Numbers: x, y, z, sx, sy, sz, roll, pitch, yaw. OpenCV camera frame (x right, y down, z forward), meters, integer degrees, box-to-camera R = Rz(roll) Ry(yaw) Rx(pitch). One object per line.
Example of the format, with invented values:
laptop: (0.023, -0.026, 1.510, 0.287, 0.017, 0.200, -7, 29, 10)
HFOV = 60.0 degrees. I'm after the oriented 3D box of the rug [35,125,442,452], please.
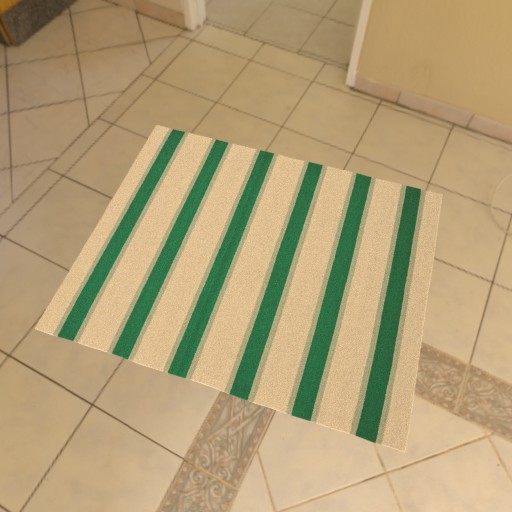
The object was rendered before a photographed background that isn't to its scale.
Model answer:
rug: (0.000, 0.000, 3.974, 3.041, 0.019, 2.434, 16, 62, 9)
